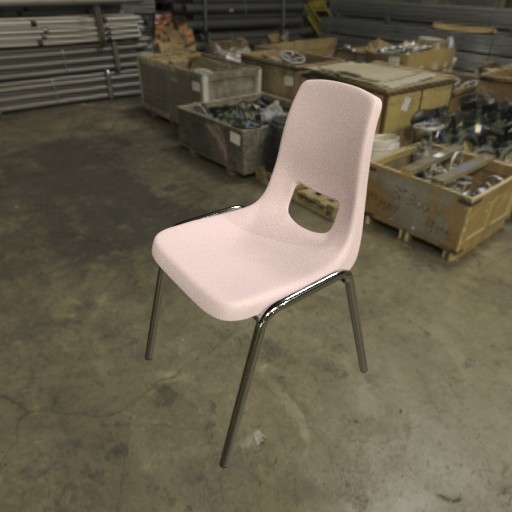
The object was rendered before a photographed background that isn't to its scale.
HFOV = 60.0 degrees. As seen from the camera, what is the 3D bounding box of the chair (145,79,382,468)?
[{"bbox_3d":[0.000,0.000,0.941,0.436,0.653,0.381,-21,38,-30],"label":"chair"}]
